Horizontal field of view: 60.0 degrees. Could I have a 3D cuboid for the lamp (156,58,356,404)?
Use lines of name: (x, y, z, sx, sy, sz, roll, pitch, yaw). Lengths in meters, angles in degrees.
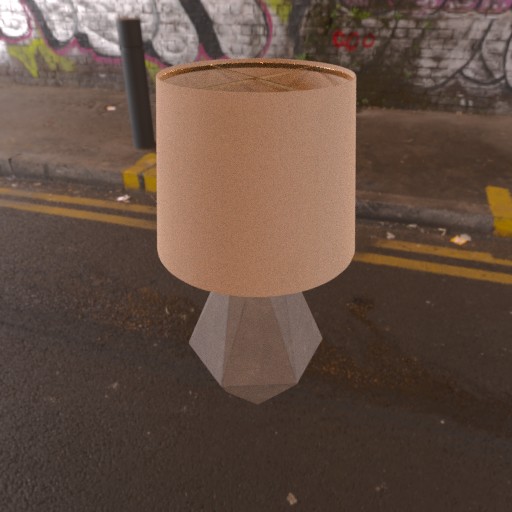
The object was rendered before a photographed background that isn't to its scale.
lamp: (0.000, 0.000, 0.646, 0.276, 0.501, 0.276, 0, 32, 0)
